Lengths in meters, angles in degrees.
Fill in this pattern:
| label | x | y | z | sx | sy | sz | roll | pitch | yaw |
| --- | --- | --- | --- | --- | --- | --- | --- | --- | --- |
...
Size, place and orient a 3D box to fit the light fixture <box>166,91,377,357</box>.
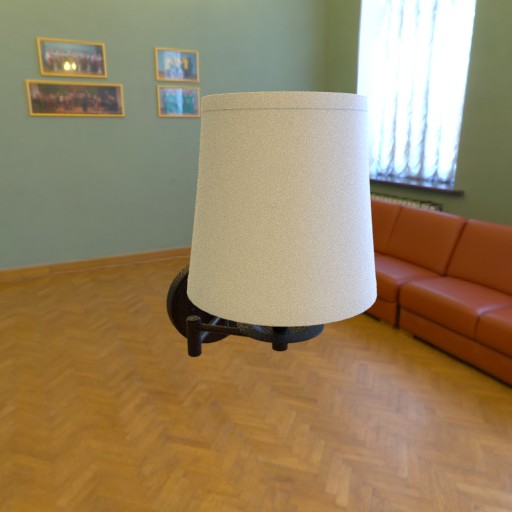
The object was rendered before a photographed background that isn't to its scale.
| label | x | y | z | sx | sy | sz | roll | pitch | yaw |
| --- | --- | --- | --- | --- | --- | --- | --- | --- | --- |
| light fixture | 0.000 | 0.000 | 0.261 | 0.100 | 0.172 | 0.157 | -8 | 18 | -27 |
